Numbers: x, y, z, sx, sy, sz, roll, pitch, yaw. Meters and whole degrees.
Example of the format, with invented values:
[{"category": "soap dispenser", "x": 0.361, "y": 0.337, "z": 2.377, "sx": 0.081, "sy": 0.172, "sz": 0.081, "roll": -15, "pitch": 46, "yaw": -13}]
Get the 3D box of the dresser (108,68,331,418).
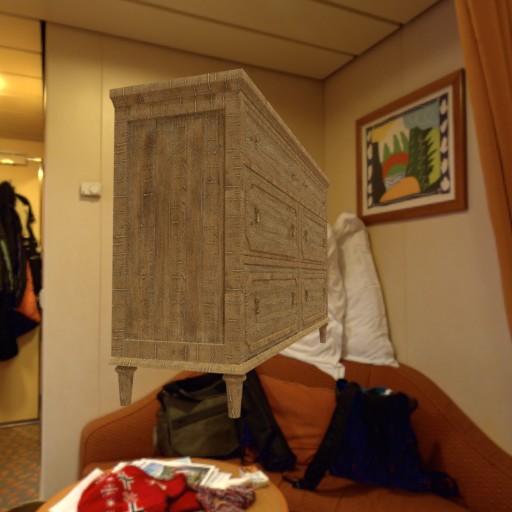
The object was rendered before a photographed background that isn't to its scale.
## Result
[{"category": "dresser", "x": 0.000, "y": 0.000, "z": 2.107, "sx": 0.457, "sy": 1.016, "sz": 1.626, "roll": -1, "pitch": -3, "yaw": 18}]
